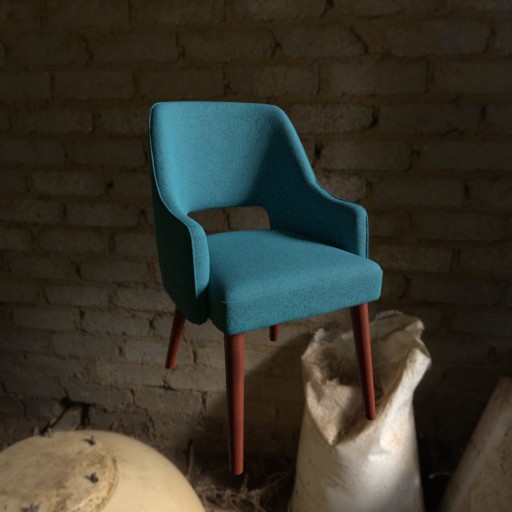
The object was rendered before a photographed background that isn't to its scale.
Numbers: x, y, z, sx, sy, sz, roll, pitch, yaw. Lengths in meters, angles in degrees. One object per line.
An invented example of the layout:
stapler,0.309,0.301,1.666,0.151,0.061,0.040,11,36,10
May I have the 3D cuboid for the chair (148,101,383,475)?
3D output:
chair,0.000,0.000,1.263,0.548,0.849,0.605,-9,19,-27
